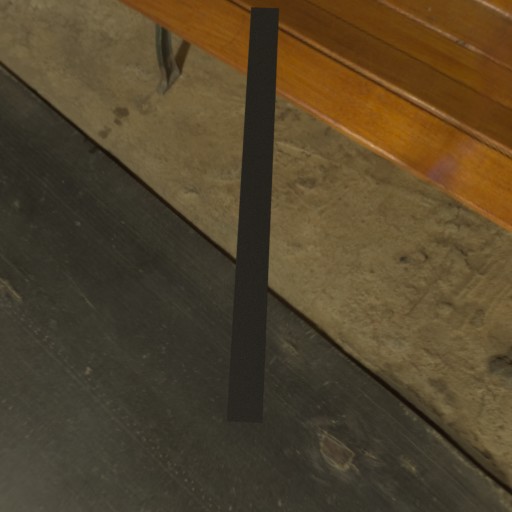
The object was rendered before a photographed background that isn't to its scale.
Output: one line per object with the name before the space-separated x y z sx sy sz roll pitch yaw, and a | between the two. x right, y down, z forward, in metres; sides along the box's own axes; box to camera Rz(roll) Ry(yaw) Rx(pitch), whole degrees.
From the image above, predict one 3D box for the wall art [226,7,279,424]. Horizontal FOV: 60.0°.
wall art | 0.000 0.000 0.732 0.033 0.559 0.457 3 76 1
